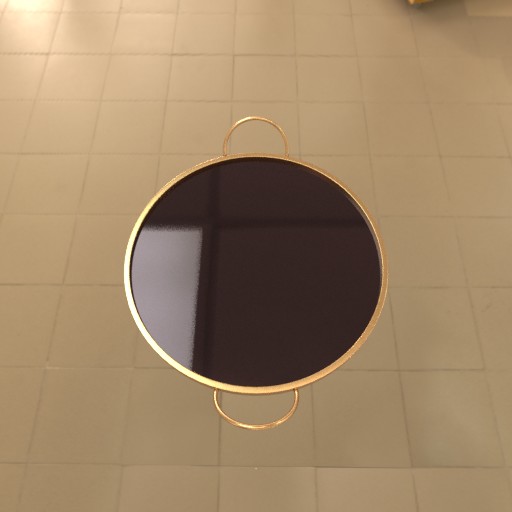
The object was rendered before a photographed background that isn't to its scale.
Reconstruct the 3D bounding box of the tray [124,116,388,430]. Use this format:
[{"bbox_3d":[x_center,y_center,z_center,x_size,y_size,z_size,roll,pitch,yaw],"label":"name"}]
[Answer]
[{"bbox_3d":[0.000,0.000,0.734,0.438,0.069,0.543,0,64,0],"label":"tray"}]
